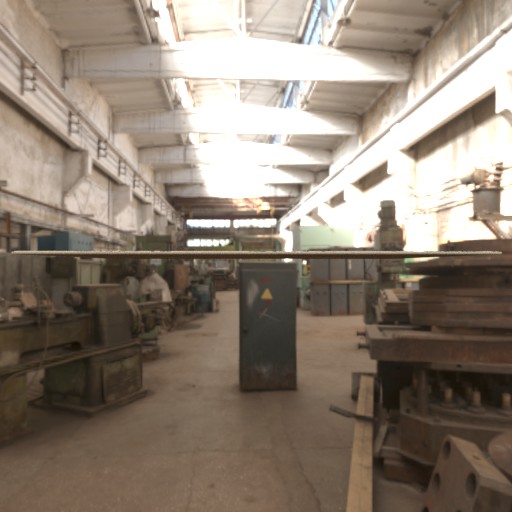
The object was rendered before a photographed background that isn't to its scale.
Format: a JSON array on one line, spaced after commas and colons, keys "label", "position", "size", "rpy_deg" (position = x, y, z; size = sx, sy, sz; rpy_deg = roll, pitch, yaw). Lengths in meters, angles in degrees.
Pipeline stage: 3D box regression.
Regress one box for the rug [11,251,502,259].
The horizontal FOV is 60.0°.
[{"label": "rug", "position": [0.000, 0.000, 2.253], "size": [1.831, 0.012, 1.213], "rpy_deg": [0, -1, -1]}]
